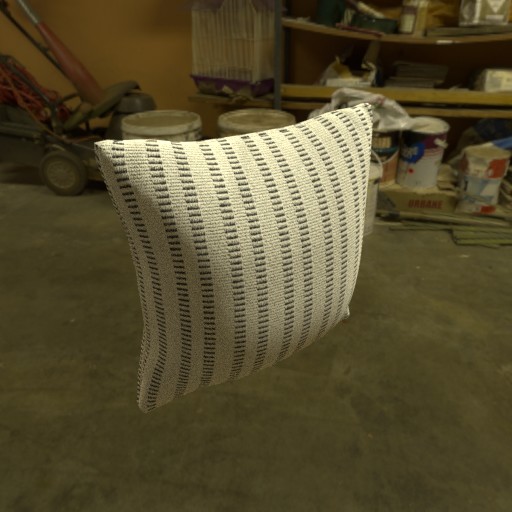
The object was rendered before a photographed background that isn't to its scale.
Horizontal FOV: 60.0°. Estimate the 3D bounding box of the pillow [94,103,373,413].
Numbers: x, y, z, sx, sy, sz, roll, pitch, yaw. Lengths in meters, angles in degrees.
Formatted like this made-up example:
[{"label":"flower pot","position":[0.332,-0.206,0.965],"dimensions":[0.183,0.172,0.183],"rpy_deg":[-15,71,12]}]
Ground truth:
[{"label":"pillow","position":[0.000,0.000,0.693],"dimensions":[0.438,0.419,0.247],"rpy_deg":[-18,34,-29]}]
